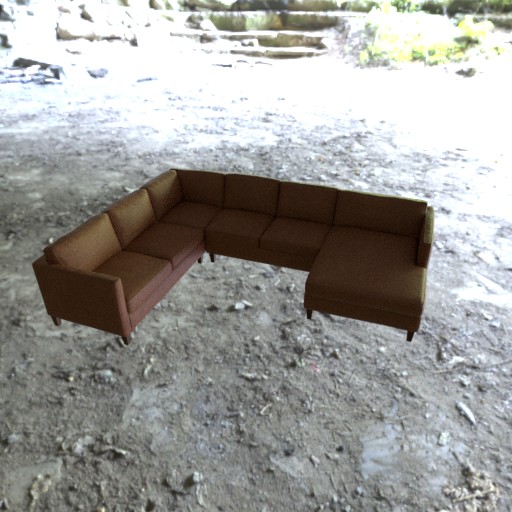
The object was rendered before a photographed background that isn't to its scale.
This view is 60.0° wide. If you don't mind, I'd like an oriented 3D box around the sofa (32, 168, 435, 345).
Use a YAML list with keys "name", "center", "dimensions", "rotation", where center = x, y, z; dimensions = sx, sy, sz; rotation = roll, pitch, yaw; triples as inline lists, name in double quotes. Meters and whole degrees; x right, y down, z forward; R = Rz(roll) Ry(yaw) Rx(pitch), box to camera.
- name: "sofa"
  center: [0.000, 0.000, 4.678]
  dimensions: [3.460, 0.923, 2.593]
  rotation: [11, 32, 17]
